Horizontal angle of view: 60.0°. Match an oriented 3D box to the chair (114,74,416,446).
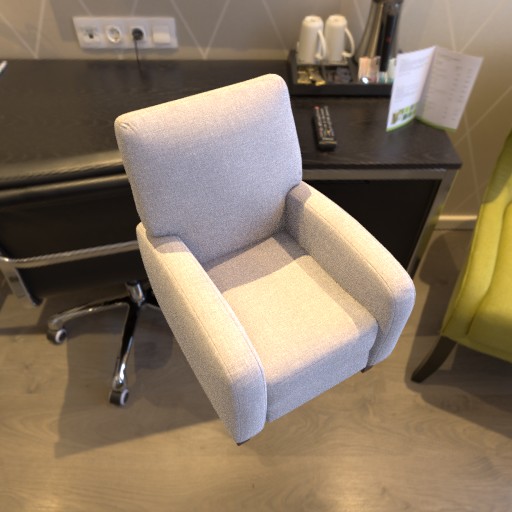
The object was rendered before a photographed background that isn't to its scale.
[{"bbox_3d":[0.000,0.000,1.692,0.762,0.990,0.990,-23,52,-20],"label":"chair"}]
